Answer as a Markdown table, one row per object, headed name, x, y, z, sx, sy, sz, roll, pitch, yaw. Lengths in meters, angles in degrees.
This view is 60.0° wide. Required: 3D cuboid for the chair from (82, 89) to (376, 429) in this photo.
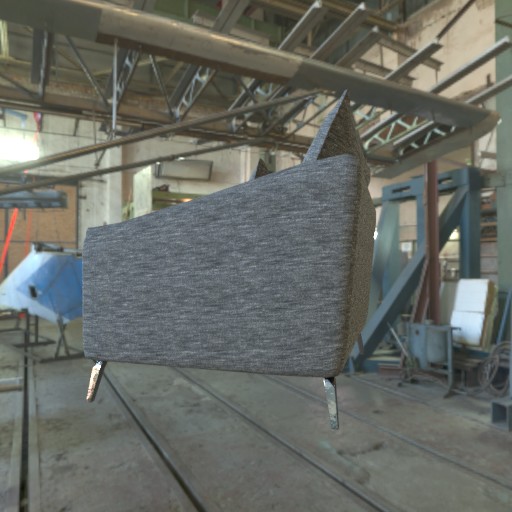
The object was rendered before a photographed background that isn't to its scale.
| name | x | y | z | sx | sy | sz | roll | pitch | yaw |
| --- | --- | --- | --- | --- | --- | --- | --- | --- | --- |
| chair | 0.000 | 0.000 | 1.597 | 0.805 | 0.842 | 1.004 | 0 | -1 | 17 |
